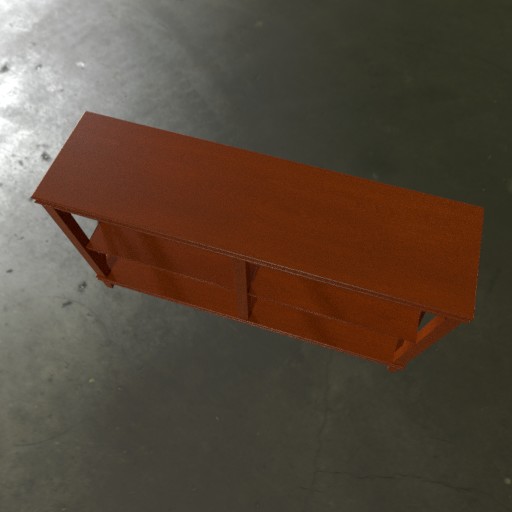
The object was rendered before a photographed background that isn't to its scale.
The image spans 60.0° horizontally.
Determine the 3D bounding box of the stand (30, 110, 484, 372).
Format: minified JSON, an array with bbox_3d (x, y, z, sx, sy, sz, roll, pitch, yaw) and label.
[{"bbox_3d":[0.000,0.000,1.727,1.372,0.762,0.381,15,65,7],"label":"stand"}]
